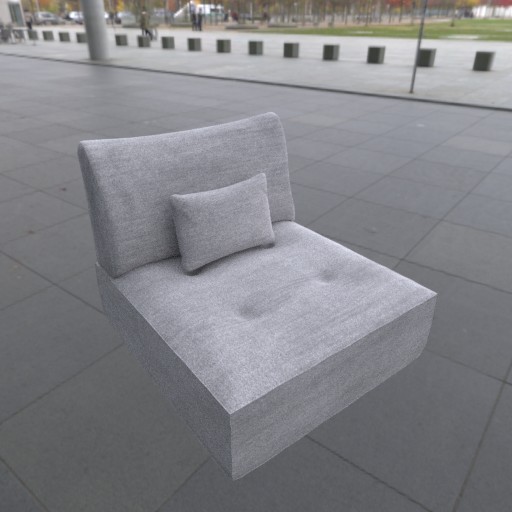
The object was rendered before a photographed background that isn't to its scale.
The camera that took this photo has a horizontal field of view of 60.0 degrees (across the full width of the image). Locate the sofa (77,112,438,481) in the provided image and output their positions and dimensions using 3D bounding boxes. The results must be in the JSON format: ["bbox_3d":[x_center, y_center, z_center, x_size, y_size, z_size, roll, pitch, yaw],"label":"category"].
[{"bbox_3d":[0.000,0.000,1.681,0.930,0.820,1.000,-20,35,-32],"label":"sofa"}]
